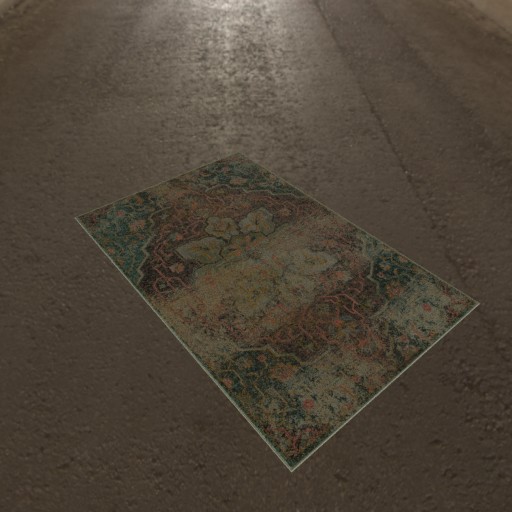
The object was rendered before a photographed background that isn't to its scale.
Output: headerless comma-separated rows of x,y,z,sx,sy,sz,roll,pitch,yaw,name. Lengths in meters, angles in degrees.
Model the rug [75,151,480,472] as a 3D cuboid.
0.000,0.000,2.943,1.566,0.004,2.363,-28,49,-27,rug
